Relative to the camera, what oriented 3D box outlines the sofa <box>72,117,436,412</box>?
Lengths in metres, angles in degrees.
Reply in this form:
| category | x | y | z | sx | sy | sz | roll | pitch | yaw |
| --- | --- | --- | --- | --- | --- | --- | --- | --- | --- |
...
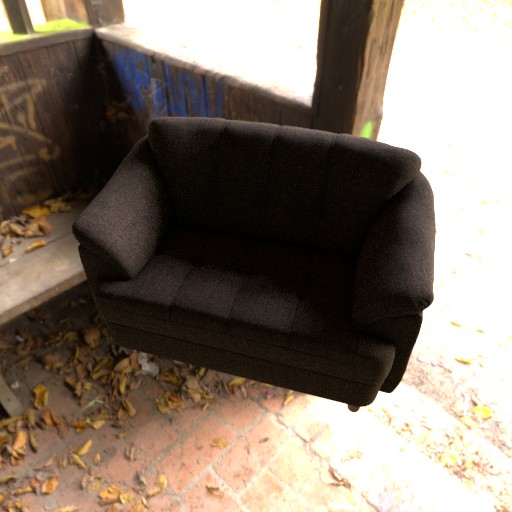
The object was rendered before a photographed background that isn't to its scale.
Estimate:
| category | x | y | z | sx | sy | sz | roll | pitch | yaw |
| --- | --- | --- | --- | --- | --- | --- | --- | --- | --- |
| sofa | 0.000 | 0.000 | 1.952 | 1.404 | 0.895 | 0.799 | 11 | 42 | 12 |
